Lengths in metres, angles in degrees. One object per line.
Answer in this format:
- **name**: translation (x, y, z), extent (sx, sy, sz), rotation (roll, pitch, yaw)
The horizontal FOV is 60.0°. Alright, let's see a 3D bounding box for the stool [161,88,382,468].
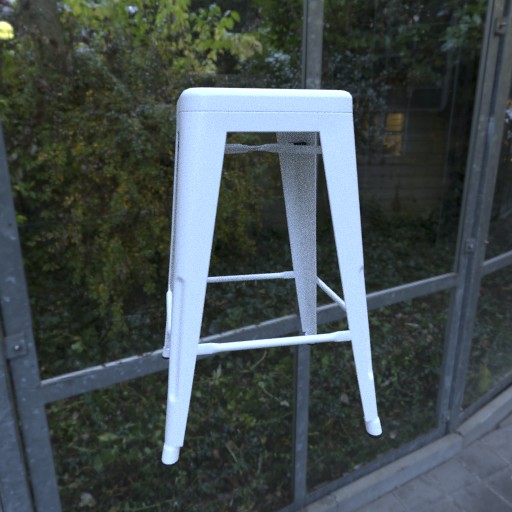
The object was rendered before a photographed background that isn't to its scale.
- **stool**: translation (0.000, 0.000, 0.893), extent (0.406, 0.610, 0.406), rotation (-3, 16, -11)
